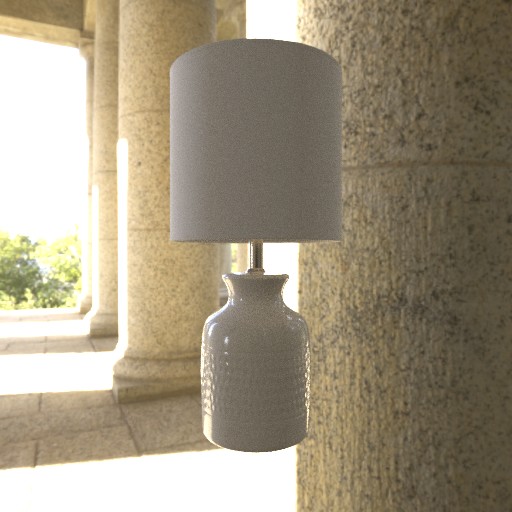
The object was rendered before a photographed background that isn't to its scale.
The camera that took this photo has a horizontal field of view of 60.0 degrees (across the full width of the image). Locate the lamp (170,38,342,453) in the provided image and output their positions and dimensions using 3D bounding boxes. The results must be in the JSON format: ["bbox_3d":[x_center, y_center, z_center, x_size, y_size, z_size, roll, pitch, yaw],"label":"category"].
[{"bbox_3d":[0.000,0.000,0.492,0.188,0.392,0.188,0,0,37],"label":"lamp"}]
